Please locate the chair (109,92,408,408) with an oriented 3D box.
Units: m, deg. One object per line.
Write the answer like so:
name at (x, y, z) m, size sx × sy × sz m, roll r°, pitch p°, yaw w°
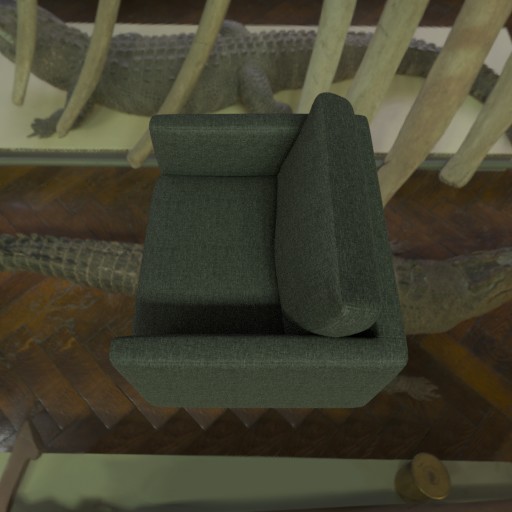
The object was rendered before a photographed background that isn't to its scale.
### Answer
chair at (0.000, 0.000, 1.842) m, size 0.959 × 0.963 × 1.107 m, roll 0°, pitch 60°, yaw 0°
